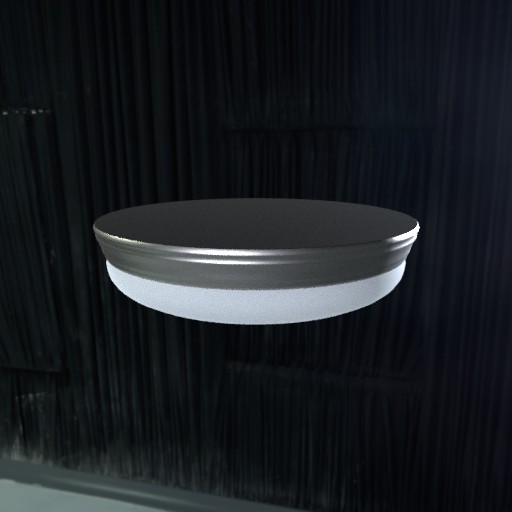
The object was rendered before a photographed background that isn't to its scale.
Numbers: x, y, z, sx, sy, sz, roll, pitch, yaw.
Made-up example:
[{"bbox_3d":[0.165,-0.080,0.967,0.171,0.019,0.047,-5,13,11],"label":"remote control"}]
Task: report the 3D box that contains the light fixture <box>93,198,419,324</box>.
[{"bbox_3d":[0.000,0.000,0.542,0.368,0.100,0.368,0,14,0],"label":"light fixture"}]
